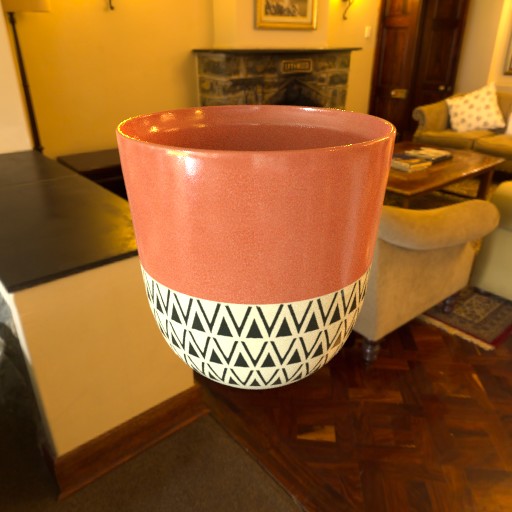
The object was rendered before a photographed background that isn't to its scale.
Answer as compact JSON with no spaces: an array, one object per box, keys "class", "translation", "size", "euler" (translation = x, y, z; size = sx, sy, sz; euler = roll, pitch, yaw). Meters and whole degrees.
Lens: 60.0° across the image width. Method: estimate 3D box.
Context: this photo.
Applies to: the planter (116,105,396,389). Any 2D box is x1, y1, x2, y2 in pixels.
[{"class":"planter","translation":[0.000,0.000,0.366],"size":[0.195,0.214,0.195],"euler":[0,26,0]}]
